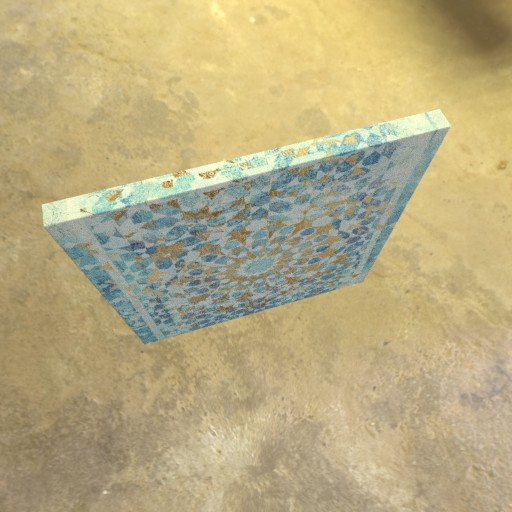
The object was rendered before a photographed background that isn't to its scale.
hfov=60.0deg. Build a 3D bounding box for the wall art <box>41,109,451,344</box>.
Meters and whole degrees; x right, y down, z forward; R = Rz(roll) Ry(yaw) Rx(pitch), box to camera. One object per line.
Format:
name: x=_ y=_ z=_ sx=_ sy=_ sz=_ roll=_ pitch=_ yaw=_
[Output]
wall art: x=0.000 y=0.000 z=0.916 sx=0.609 sy=0.609 sz=0.040 roll=-15 pitch=65 yaw=-7
